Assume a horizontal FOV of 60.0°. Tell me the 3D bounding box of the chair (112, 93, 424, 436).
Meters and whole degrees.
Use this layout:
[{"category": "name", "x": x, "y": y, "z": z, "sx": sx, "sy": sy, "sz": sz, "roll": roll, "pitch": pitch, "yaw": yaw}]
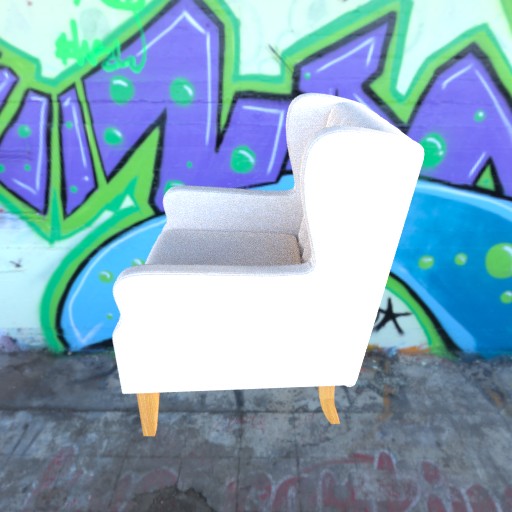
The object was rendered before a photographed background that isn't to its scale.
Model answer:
[{"category": "chair", "x": 0.000, "y": 0.000, "z": 1.444, "sx": 0.760, "sy": 0.930, "sz": 0.710, "roll": 0, "pitch": 27, "yaw": 0}]
